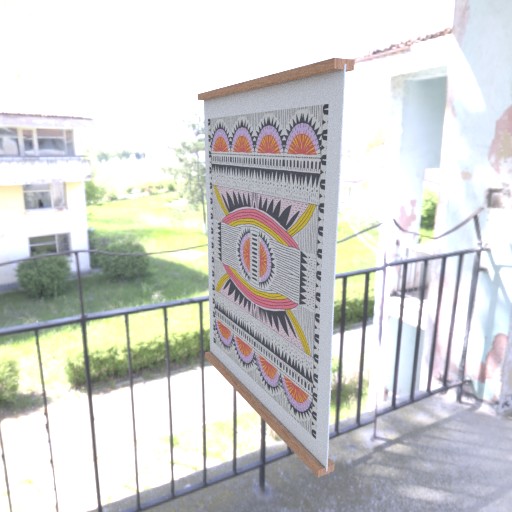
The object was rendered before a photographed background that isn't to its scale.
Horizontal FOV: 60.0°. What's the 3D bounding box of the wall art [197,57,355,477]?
[{"bbox_3d":[0.000,0.000,0.712,0.028,0.527,0.403,-8,16,-28],"label":"wall art"}]
